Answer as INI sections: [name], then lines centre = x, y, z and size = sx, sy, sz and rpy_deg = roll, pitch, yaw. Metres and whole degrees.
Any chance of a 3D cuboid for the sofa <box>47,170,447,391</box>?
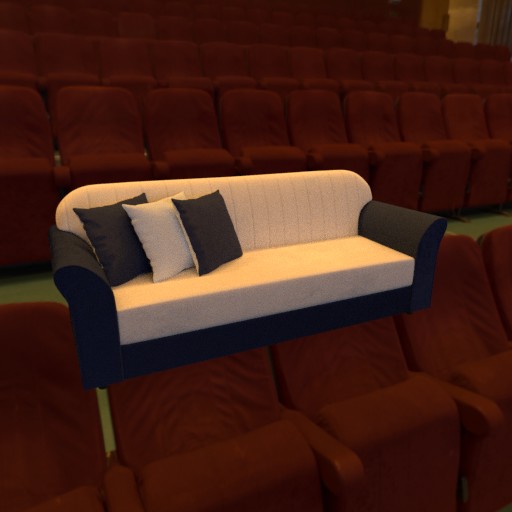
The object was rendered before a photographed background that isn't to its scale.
[sofa]
centre = 0.000, 0.000, 2.404
size = 2.006, 0.789, 0.749
rpy_deg = -8, 19, -24
